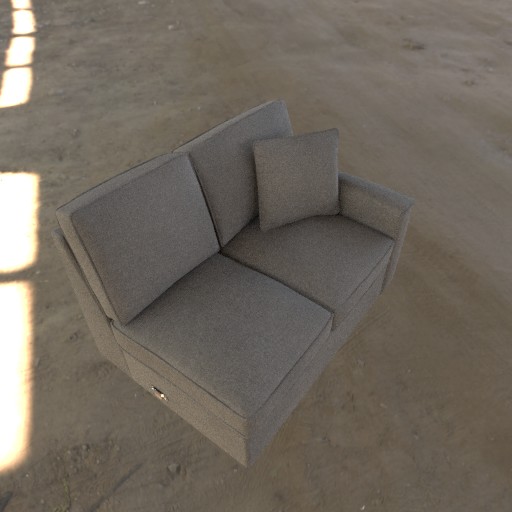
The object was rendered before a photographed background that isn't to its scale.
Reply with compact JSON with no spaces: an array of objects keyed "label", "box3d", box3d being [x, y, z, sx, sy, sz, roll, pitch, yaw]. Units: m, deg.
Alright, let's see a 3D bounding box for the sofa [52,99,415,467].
[{"label":"sofa","box3d":[0.000,0.000,2.105,0.991,0.989,1.388,27,49,27]}]
